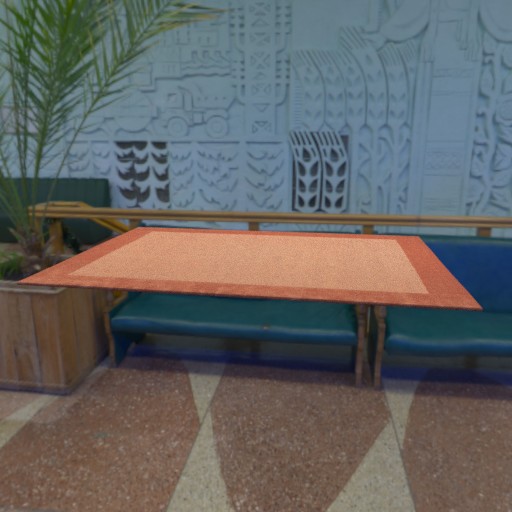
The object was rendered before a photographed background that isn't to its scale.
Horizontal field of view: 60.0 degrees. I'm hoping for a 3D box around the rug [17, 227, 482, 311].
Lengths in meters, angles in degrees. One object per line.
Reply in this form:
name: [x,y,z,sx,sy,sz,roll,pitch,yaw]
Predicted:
rug: [0.000,0.000,2.291,1.829,0.014,1.219,2,15,9]
